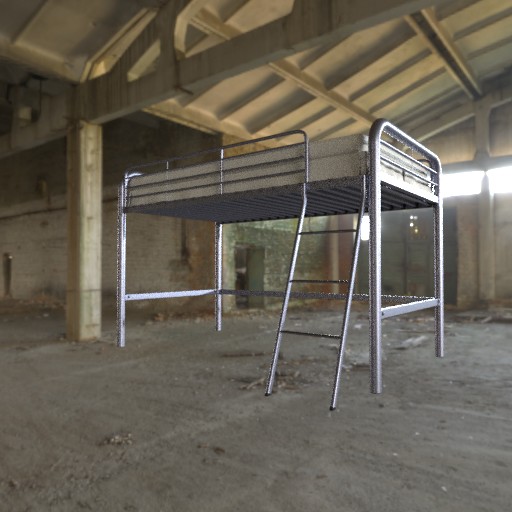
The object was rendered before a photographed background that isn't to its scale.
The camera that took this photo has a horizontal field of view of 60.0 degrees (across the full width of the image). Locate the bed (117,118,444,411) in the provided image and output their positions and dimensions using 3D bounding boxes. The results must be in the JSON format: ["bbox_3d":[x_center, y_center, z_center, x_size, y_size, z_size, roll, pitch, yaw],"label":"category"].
[{"bbox_3d":[0.000,0.000,2.894,1.965,1.288,1.415,-1,-2,38],"label":"bed"}]
